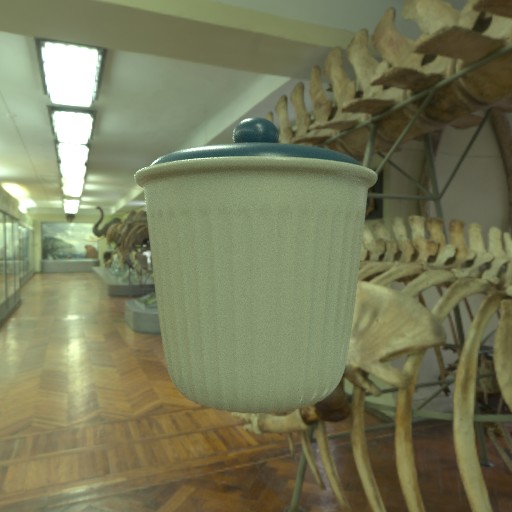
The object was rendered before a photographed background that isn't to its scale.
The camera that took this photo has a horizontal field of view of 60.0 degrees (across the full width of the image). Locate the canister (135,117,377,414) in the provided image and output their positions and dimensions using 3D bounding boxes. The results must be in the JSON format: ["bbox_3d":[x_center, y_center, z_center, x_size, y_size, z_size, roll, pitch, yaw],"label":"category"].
[{"bbox_3d":[0.000,0.000,0.343,0.181,0.211,0.181,0,1,0],"label":"canister"}]
